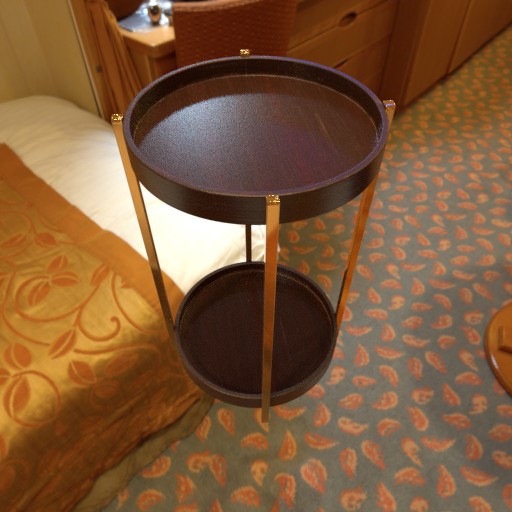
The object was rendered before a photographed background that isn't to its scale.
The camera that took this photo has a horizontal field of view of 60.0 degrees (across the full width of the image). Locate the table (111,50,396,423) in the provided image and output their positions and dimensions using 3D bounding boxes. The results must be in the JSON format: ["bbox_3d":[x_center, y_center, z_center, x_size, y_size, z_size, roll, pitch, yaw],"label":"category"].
[{"bbox_3d":[0.000,0.000,0.848,0.400,0.610,0.400,-4,48,-4],"label":"table"}]
